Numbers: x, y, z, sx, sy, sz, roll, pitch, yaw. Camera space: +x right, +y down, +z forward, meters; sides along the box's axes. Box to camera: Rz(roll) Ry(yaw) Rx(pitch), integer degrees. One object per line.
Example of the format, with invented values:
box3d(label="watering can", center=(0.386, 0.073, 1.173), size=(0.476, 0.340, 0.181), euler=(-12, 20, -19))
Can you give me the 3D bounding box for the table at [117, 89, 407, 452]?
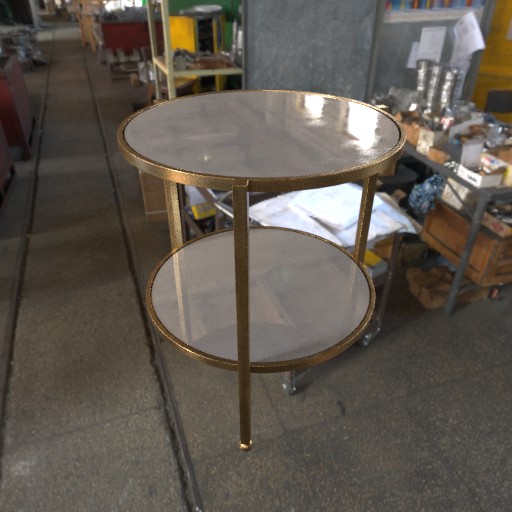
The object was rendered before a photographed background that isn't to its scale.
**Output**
box3d(label="table", center=(0.000, 0.000, 0.444), size=(0.243, 0.269, 0.231), euler=(22, 40, 30))
